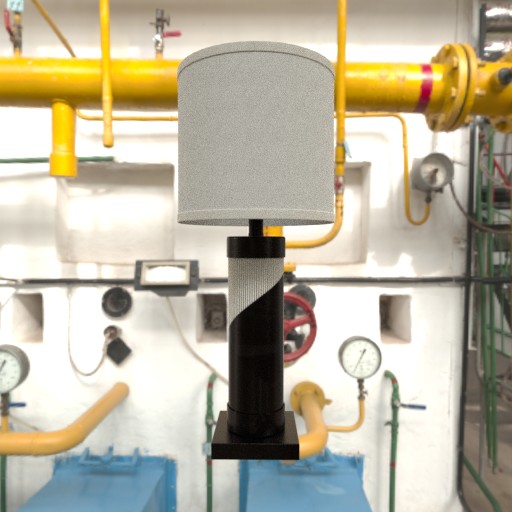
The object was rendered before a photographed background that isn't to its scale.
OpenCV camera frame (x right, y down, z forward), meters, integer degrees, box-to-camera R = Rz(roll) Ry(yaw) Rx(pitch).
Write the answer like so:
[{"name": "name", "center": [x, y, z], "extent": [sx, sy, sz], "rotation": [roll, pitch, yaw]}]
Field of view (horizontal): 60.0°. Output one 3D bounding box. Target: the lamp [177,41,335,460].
[{"name": "lamp", "center": [0.000, 0.000, 0.605], "extent": [0.211, 0.509, 0.211], "rotation": [0, 2, 1]}]
